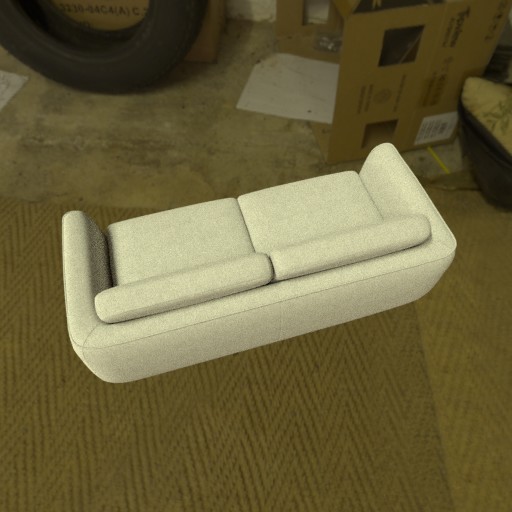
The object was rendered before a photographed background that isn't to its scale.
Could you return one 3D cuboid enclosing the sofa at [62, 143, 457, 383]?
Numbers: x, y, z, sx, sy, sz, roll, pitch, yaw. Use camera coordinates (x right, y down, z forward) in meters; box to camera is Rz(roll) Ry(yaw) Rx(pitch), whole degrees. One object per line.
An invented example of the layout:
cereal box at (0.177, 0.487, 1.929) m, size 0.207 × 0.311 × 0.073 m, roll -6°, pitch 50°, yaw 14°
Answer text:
sofa at (0.000, 0.000, 2.510) m, size 2.000 × 0.850 × 0.920 m, roll -14°, pitch 59°, yaw -9°
